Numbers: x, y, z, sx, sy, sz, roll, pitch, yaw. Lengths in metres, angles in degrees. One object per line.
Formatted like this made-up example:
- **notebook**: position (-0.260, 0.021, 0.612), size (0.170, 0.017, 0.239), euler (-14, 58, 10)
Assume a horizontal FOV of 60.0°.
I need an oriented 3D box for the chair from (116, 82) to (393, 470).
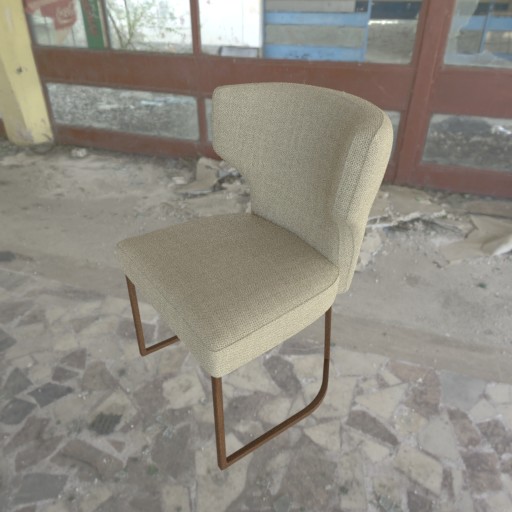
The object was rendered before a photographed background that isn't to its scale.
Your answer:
- **chair**: position (0.000, 0.000, 1.239), size (0.617, 0.824, 0.611), euler (-21, 37, -30)
